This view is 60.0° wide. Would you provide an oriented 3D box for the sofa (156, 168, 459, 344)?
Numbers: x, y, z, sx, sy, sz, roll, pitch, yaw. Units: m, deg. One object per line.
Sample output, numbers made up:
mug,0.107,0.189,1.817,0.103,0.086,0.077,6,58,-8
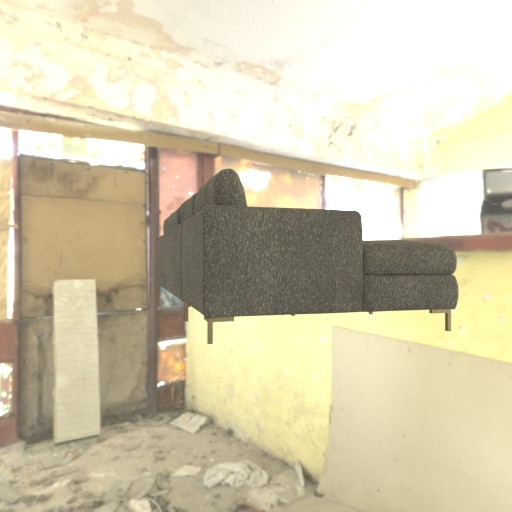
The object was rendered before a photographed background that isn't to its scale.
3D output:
sofa,0.000,0.000,3.502,1.350,0.810,2.932,0,-1,-17
